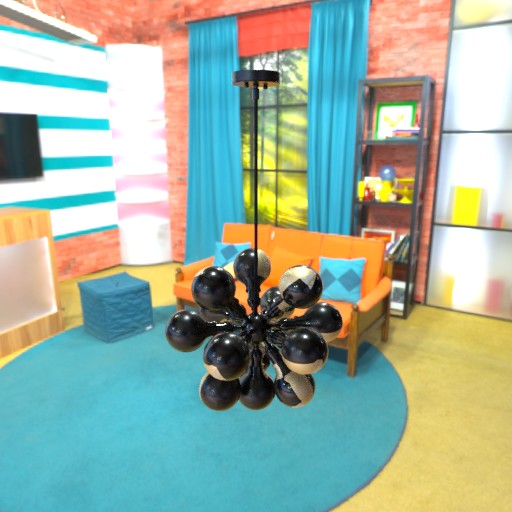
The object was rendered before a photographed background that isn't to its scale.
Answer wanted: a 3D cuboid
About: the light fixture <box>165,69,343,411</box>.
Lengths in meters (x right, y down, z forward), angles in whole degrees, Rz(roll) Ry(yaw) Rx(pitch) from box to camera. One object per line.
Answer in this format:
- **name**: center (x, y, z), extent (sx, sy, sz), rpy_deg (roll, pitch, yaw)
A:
- **light fixture**: center (0.000, 0.000, 1.115), extent (0.468, 0.859, 0.420), rpy_deg (-2, 14, -8)
